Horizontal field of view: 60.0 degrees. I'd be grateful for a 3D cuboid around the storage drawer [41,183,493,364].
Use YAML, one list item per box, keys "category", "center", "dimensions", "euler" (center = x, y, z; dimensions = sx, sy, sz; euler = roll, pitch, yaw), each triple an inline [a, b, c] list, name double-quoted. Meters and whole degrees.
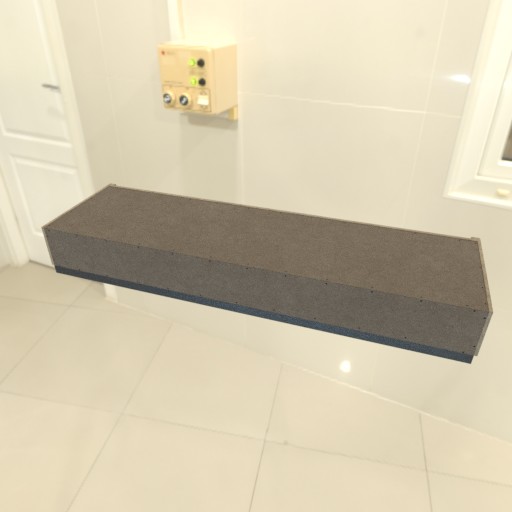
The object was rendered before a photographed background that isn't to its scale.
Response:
- category: "storage drawer"
  center: [0.000, 0.000, 2.246]
  dimensions: [2.072, 0.274, 0.591]
  euler: [10, 34, 16]
